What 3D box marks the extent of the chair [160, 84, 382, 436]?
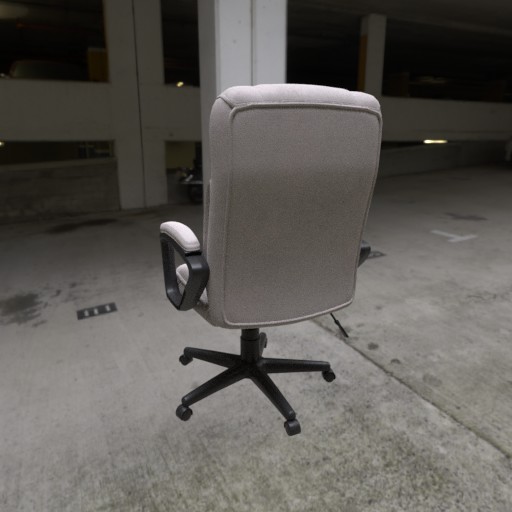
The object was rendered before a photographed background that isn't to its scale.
[{"bbox_3d":[0.000,0.000,1.606,0.667,1.105,0.724,-7,16,-24],"label":"chair"}]
